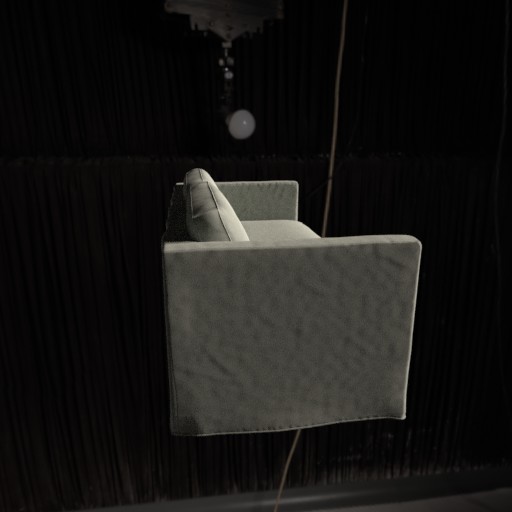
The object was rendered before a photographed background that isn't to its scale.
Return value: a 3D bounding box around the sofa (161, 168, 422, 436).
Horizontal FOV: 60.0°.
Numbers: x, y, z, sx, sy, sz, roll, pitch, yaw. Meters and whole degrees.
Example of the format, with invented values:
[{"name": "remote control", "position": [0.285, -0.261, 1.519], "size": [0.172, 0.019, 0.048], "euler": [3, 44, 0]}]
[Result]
[{"name": "sofa", "position": [0.000, 0.000, 2.513], "size": [0.940, 0.870, 1.987], "euler": [-2, 16, -8]}]
